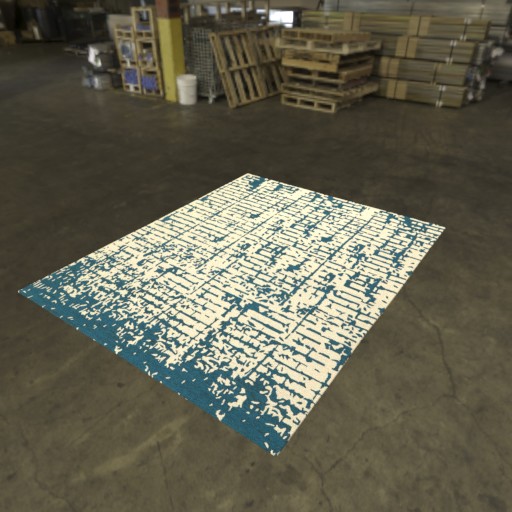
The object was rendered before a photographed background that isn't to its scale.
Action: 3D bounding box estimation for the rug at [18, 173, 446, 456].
[{"bbox_3d":[0.000,0.000,3.901,2.416,0.014,3.017,21,38,30],"label":"rug"}]
